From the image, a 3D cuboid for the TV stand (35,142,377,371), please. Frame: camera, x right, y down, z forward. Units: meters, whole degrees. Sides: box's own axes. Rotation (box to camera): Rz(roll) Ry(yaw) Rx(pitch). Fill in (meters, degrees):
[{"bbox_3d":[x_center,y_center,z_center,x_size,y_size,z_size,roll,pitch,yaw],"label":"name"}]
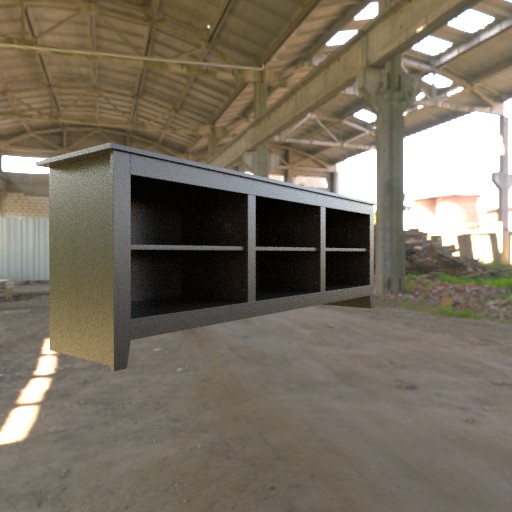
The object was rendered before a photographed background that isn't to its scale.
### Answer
[{"bbox_3d":[0.000,0.000,1.995,0.406,0.610,1.778,0,1,38],"label":"TV stand"}]
